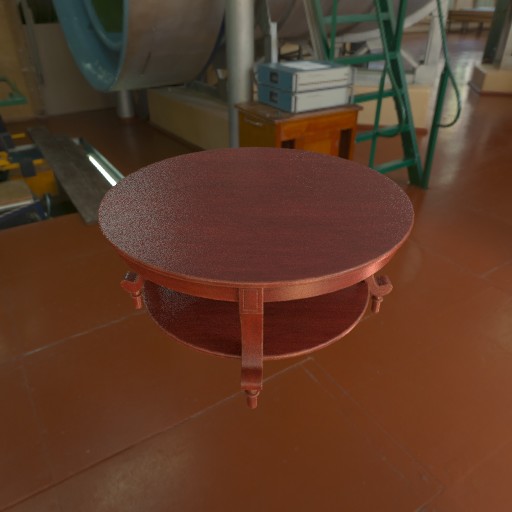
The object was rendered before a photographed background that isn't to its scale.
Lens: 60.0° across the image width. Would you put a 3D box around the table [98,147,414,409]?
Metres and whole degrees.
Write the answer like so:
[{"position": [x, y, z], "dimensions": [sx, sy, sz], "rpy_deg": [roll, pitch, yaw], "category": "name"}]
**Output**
[{"position": [0.000, 0.000, 1.625], "dimensions": [1.029, 0.486, 1.029], "rpy_deg": [0, 32, 0], "category": "table"}]
